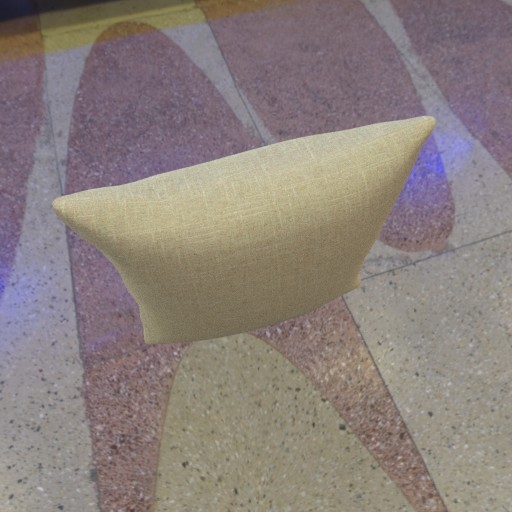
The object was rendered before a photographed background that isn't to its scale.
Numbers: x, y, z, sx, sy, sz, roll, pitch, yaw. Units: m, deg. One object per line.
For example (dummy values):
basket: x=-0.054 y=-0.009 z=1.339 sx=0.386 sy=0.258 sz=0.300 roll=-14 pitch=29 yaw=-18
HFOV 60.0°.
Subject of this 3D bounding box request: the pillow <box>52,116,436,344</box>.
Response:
pillow: x=0.000 y=0.000 z=0.627 sx=0.414 sy=0.399 sz=0.173 roll=-15 pitch=60 yaw=-8
